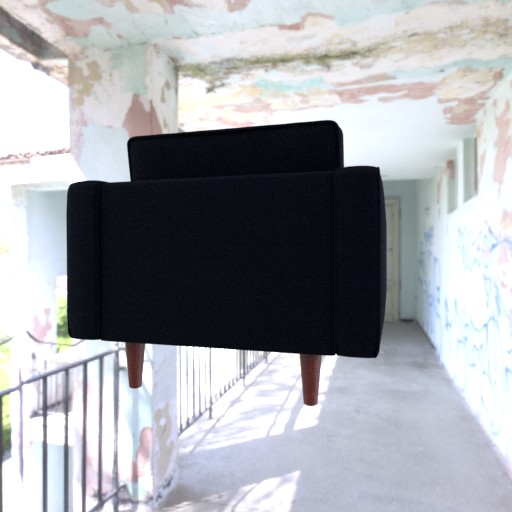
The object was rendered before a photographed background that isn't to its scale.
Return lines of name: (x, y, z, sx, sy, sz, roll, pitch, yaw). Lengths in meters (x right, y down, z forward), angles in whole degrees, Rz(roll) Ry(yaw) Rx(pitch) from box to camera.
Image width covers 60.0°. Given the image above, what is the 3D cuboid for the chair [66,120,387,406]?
chair: (0.000, 0.000, 1.588, 0.899, 0.770, 0.920, 0, 0, 17)
